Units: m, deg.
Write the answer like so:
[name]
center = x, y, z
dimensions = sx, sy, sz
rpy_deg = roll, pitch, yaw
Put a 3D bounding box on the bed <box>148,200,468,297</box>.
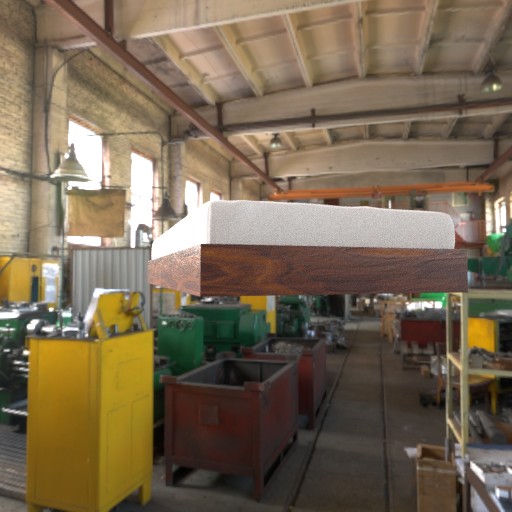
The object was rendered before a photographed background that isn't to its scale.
[bed]
center = 0.000, 0.000, 2.282
dimensions = 0.940, 0.312, 1.860
rpy_deg = 1, -2, -18
